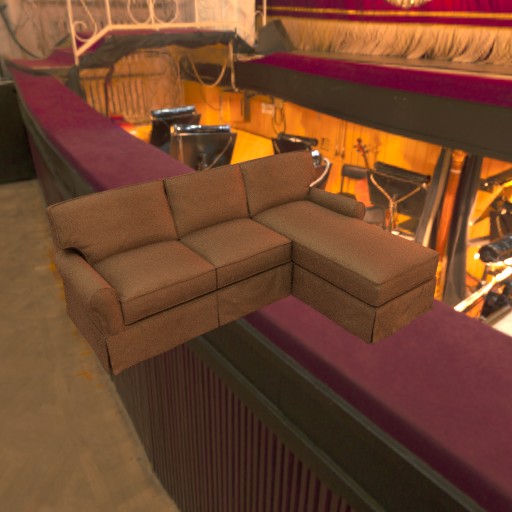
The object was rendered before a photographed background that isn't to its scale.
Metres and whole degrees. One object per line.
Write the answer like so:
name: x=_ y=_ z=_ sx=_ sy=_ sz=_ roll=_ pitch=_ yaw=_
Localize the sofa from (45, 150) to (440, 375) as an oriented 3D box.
sofa: x=0.000 y=0.000 z=3.293 sx=2.475 sy=0.978 sz=1.733 roll=-20 pitch=34 yaw=-33
